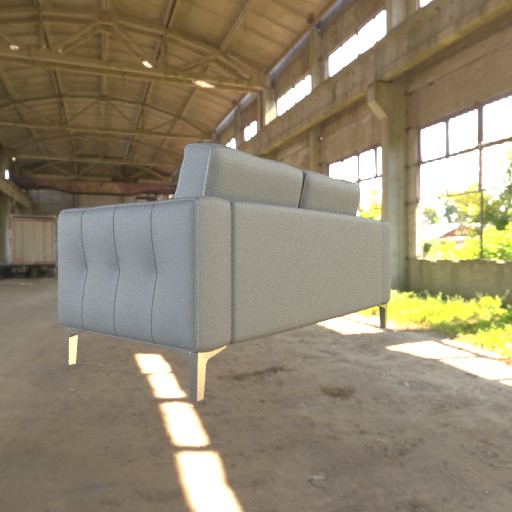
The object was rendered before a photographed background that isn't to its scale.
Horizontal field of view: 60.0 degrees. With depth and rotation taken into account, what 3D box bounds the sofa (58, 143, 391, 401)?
[{"bbox_3d":[0.000,0.000,2.279,0.833,0.892,1.726,1,1,37],"label":"sofa"}]
